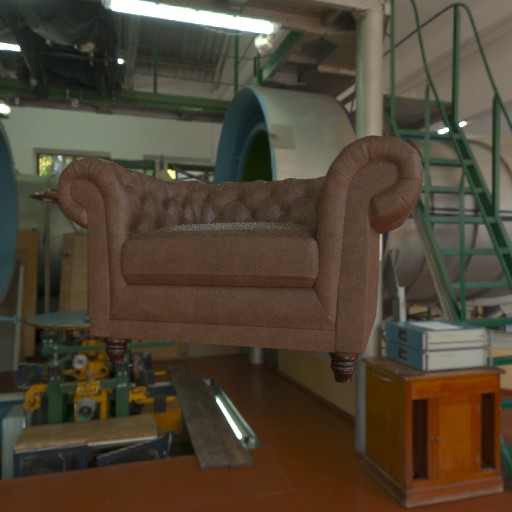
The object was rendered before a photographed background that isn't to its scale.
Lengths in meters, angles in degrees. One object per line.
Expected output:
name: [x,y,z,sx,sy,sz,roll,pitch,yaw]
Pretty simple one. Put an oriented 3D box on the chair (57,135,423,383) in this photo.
chair: [0.000,0.000,1.895,1.298,0.784,0.954,0,0,18]
